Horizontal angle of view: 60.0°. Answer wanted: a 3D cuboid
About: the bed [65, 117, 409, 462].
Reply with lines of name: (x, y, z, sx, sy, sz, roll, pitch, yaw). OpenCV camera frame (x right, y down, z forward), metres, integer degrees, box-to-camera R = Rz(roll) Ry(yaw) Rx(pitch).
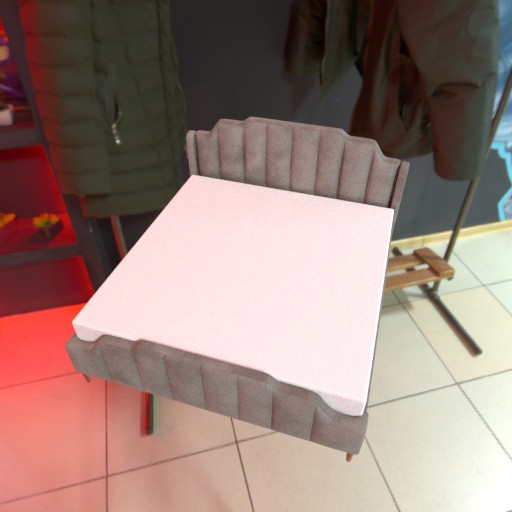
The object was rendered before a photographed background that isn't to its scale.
bed: (0.000, 0.000, 3.528, 2.074, 1.245, 2.340, 12, 43, 13)
